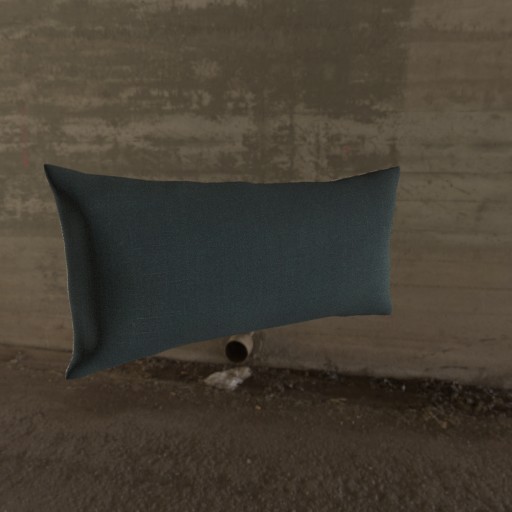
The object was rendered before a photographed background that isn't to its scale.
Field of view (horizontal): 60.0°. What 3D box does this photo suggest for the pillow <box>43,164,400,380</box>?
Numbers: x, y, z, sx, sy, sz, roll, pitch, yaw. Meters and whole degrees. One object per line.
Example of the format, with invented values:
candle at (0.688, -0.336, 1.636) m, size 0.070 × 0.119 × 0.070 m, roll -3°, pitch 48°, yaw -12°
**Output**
pillow at (0.000, 0.000, 0.732) m, size 0.609 × 0.305 × 0.151 m, roll -7°, pitch 15°, yaw -26°
